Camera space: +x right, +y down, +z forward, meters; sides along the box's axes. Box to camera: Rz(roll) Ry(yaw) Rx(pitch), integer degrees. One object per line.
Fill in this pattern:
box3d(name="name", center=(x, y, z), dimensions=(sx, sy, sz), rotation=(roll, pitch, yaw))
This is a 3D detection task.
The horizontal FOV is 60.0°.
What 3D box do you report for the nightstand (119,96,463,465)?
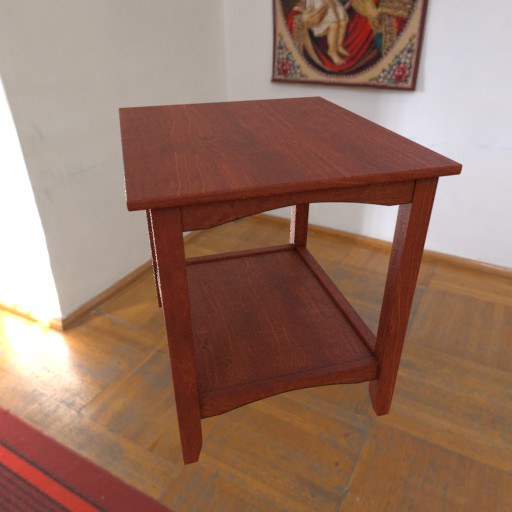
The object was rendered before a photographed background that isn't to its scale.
box3d(name="nightstand", center=(0.000, 0.000, 0.991), dimensions=(0.501, 0.558, 0.558), rotation=(-8, 31, -14))
